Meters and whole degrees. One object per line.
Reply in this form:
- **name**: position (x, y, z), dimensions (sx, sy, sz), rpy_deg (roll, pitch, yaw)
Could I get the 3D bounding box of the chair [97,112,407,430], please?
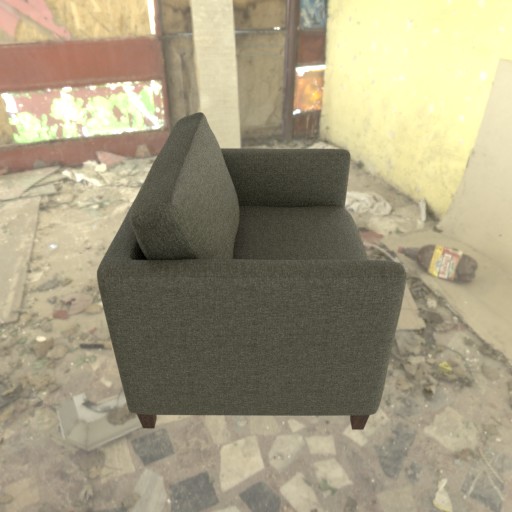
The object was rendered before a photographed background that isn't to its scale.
- **chair**: position (0.000, 0.000, 1.874), dimensions (0.959, 0.963, 1.107), rpy_deg (0, 33, 0)
